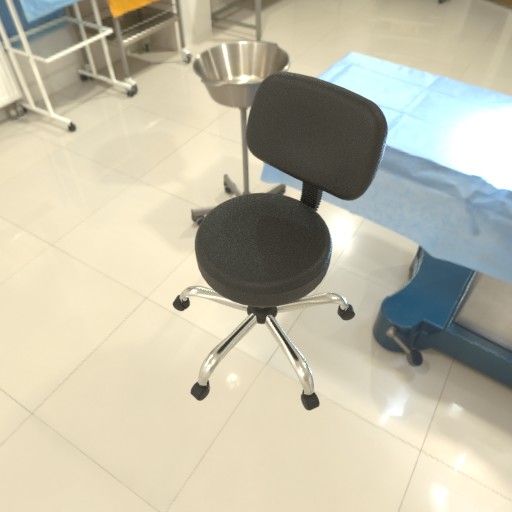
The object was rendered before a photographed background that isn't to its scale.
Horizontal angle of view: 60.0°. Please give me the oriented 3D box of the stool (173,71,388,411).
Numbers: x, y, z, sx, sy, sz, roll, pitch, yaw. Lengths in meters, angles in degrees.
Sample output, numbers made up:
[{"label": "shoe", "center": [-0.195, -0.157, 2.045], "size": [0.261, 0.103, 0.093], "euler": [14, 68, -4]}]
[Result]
[{"label": "stool", "center": [0.000, 0.000, 1.324], "size": [0.673, 0.862, 0.648], "euler": [31, 54, 25]}]
